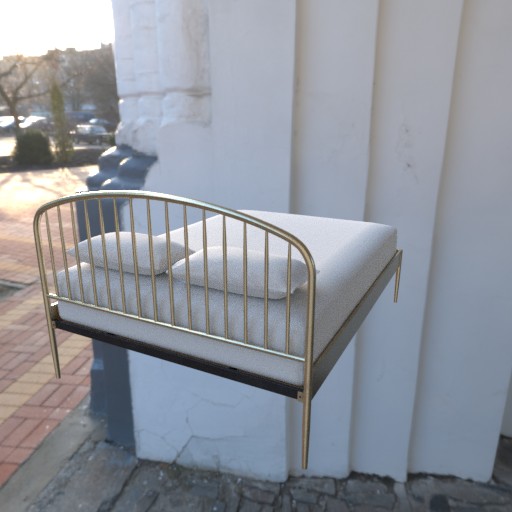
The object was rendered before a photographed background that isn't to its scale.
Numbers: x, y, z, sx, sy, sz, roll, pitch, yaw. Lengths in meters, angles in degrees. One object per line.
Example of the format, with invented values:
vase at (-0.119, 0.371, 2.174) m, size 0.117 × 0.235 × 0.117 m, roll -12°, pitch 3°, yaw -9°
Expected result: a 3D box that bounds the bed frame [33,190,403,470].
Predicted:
bed frame at (0.000, 0.000, 3.044) m, size 1.612 × 1.175 × 2.152 m, roll 9°, pitch 19°, yaw 26°
